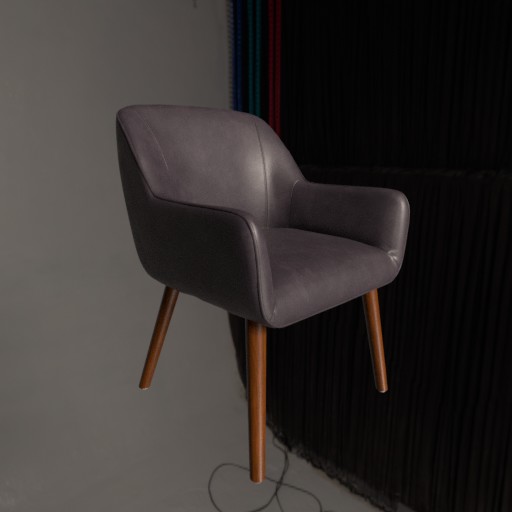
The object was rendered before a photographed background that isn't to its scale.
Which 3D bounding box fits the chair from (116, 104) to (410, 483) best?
[{"bbox_3d":[0.000,0.000,1.244,0.610,0.828,0.610,-14,20,-43],"label":"chair"}]
